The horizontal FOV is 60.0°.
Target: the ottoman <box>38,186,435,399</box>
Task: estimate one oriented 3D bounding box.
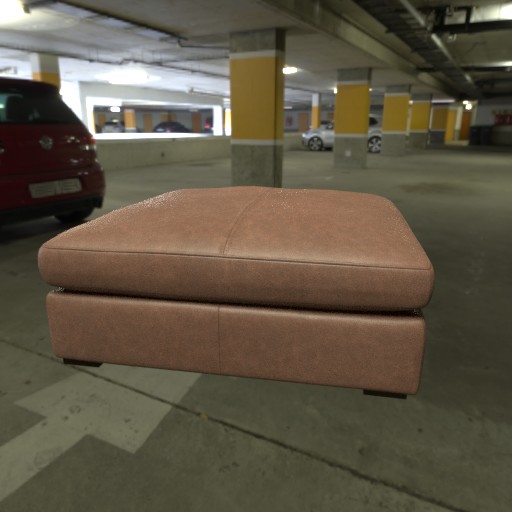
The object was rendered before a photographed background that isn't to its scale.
[{"bbox_3d":[0.000,0.000,1.791,1.168,0.490,1.168,3,17,10],"label":"ottoman"}]
